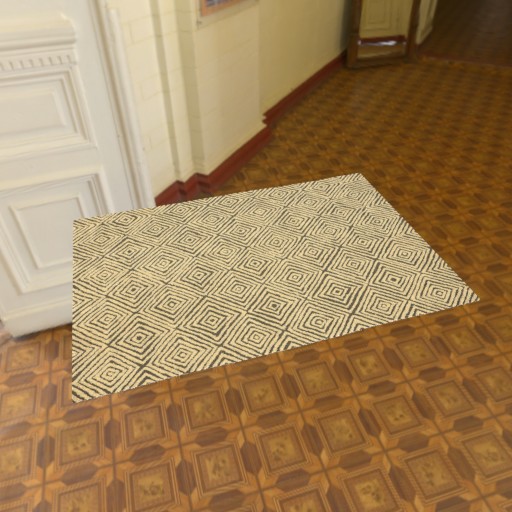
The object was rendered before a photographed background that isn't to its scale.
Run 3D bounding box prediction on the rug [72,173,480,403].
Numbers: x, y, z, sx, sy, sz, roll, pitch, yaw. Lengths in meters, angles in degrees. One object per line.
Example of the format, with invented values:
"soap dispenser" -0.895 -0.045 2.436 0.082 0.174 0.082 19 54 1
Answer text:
"rug" 0.000 0.000 2.219 1.750 0.004 1.177 -11 42 -13
